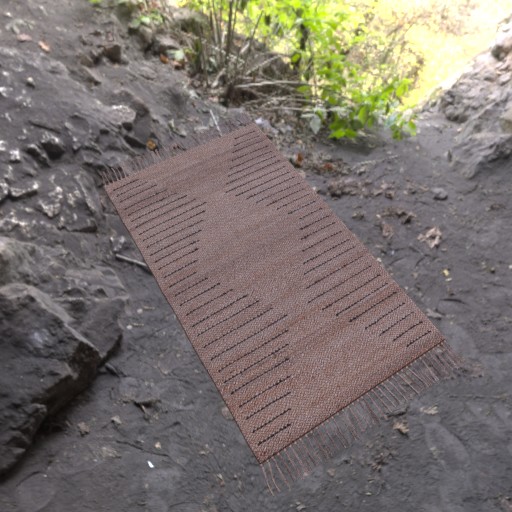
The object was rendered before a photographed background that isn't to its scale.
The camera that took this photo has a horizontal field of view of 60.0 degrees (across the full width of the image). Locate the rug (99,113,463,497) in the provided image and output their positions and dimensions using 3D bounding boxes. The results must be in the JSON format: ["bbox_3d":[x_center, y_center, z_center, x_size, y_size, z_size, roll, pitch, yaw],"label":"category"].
[{"bbox_3d":[0.000,0.000,2.005,0.905,0.017,1.718,-28,62,-16],"label":"rug"}]
